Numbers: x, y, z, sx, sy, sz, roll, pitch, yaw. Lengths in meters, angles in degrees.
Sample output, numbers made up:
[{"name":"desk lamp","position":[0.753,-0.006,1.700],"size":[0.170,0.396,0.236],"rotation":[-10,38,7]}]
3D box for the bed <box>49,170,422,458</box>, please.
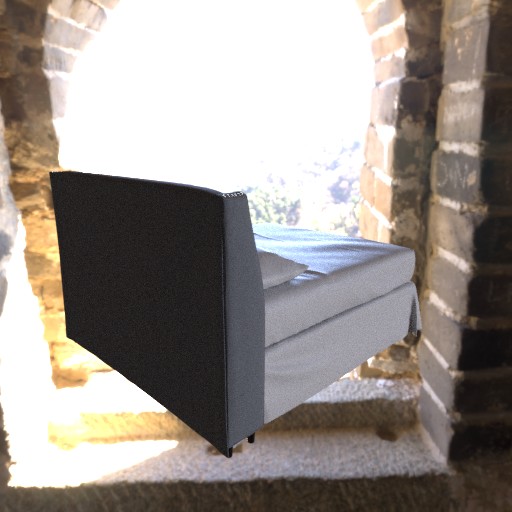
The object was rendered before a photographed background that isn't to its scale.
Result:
[{"name":"bed","position":[0.000,0.000,3.400],"size":[2.276,1.332,1.925],"rotation":[-14,21,-43]}]
